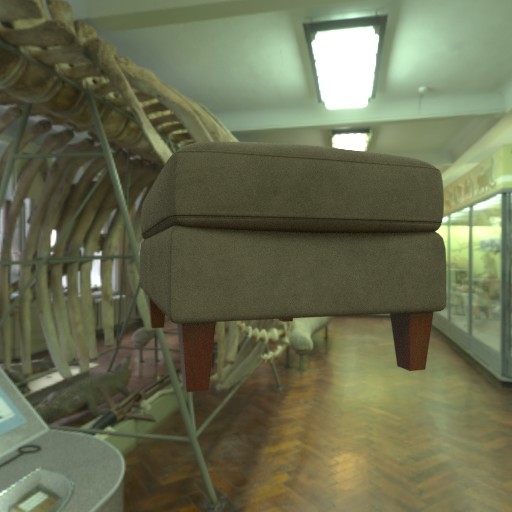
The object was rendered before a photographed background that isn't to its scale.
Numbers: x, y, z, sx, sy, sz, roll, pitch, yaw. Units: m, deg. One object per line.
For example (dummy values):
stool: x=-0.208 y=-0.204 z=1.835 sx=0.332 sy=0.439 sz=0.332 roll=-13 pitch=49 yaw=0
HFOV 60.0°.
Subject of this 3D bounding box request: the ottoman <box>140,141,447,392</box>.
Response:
ottoman: x=0.000 y=0.000 z=1.230 sx=0.584 sy=0.483 sz=0.864 roll=0 pitch=0 yaw=-18
